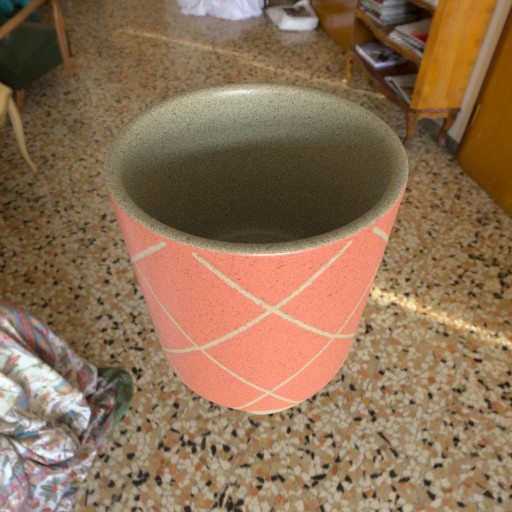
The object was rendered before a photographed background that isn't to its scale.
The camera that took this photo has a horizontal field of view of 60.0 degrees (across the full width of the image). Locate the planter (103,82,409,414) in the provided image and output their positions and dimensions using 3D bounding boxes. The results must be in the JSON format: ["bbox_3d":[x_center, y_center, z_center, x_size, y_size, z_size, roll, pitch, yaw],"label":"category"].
[{"bbox_3d":[0.000,0.000,0.354,0.191,0.200,0.191,0,46,0],"label":"planter"}]
